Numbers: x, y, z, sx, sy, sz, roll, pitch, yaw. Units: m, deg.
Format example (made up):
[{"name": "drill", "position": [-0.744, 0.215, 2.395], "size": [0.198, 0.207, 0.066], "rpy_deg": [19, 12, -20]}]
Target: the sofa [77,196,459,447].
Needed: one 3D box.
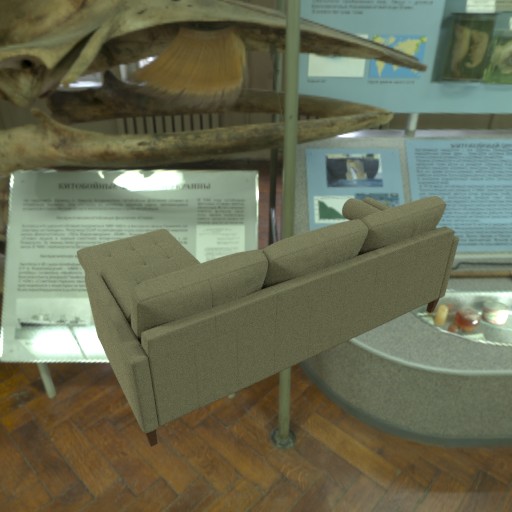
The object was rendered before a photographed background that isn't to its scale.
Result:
[{"name": "sofa", "position": [0.000, 0.000, 2.986], "size": [2.178, 0.875, 1.506], "rpy_deg": [-17, 34, -27]}]
